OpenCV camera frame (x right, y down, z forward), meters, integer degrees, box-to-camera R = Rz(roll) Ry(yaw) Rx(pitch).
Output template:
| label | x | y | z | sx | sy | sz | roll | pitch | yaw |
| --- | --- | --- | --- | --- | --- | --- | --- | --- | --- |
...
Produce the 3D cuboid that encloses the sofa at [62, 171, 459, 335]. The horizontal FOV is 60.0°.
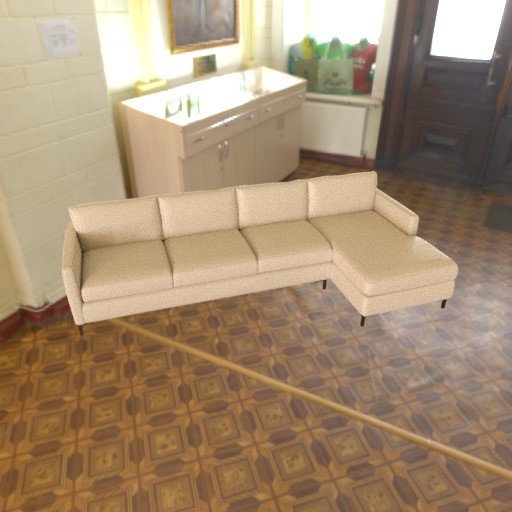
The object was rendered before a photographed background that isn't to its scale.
| label | x | y | z | sx | sy | sz | roll | pitch | yaw |
| --- | --- | --- | --- | --- | --- | --- | --- | --- | --- |
| sofa | 0.000 | 0.000 | 3.357 | 2.731 | 0.755 | 1.258 | -9 | 31 | -15 |
